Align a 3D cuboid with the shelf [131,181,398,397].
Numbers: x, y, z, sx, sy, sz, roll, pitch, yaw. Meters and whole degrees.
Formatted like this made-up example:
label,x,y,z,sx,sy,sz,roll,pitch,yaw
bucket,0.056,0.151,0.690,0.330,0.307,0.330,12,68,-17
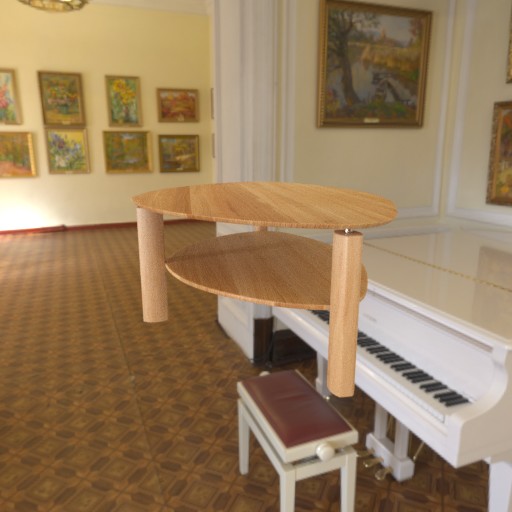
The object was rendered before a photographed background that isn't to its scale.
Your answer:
label,x,y,z,sx,sy,sz,roll,pitch,yaw
shelf,0.000,0.000,1.607,0.845,0.440,1.246,-2,14,-9
